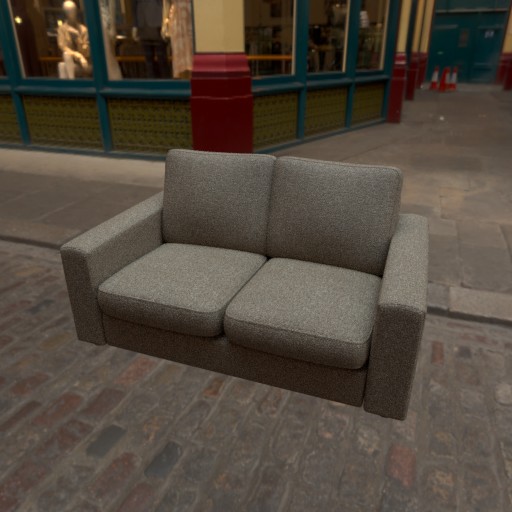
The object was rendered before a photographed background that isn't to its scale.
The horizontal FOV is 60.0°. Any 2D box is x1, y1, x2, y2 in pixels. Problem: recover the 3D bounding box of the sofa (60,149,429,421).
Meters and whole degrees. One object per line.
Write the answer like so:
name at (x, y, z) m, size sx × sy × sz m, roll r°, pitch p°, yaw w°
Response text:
sofa at (0.000, 0.000, 2.243) m, size 1.616 × 0.873 × 1.016 m, roll 9°, pitch 27°, yaw 18°
